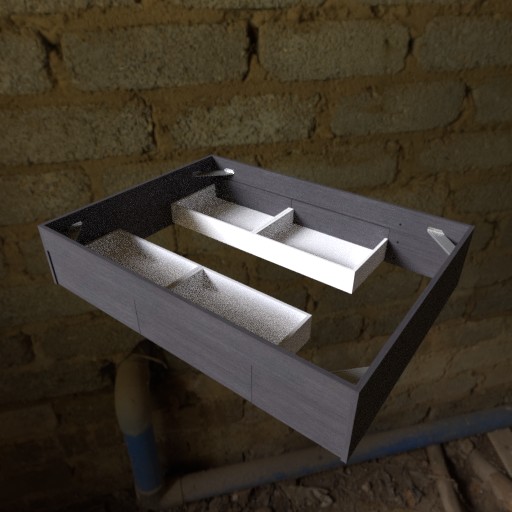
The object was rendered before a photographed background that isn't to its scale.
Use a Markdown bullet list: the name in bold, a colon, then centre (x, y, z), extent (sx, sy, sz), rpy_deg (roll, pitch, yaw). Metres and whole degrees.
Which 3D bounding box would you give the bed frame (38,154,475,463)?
- **bed frame**: centre (0.000, 0.000, 2.560), extent (1.944, 0.459, 1.448), rpy_deg (22, 38, 30)
